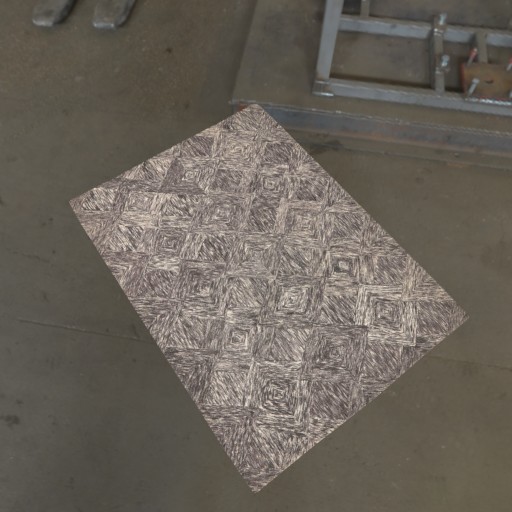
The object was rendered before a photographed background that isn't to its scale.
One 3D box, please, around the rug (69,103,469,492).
[{"bbox_3d":[0.000,0.000,5.308,2.997,0.020,4.093,-33,67,-16],"label":"rug"}]
